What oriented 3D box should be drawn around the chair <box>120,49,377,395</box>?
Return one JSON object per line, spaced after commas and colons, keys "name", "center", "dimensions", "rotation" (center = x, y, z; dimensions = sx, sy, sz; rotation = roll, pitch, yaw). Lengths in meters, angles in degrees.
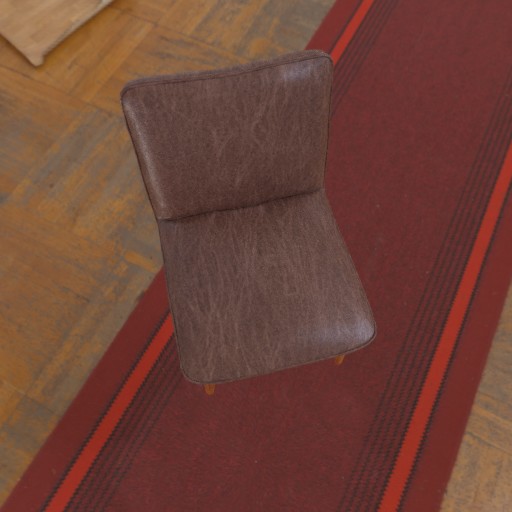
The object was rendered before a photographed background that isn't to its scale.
{"name": "chair", "center": [0.000, 0.000, 1.218], "dimensions": [0.543, 0.803, 0.645], "rotation": [-16, 66, -7]}
